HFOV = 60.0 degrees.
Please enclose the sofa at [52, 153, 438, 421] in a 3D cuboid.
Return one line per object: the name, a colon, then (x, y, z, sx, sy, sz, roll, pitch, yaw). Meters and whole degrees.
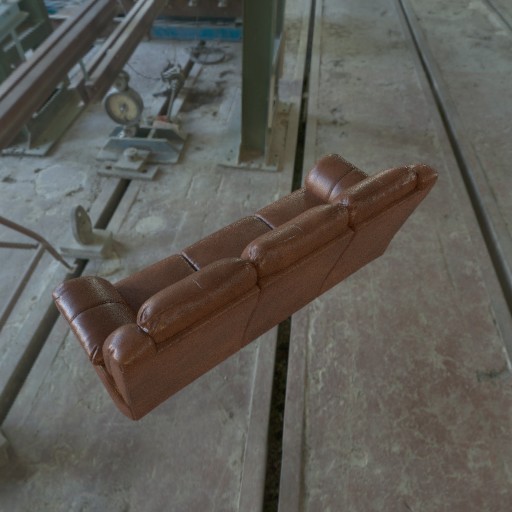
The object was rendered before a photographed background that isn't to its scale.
sofa: (0.000, 0.000, 2.874, 2.337, 1.043, 0.991, -30, 52, -26)
